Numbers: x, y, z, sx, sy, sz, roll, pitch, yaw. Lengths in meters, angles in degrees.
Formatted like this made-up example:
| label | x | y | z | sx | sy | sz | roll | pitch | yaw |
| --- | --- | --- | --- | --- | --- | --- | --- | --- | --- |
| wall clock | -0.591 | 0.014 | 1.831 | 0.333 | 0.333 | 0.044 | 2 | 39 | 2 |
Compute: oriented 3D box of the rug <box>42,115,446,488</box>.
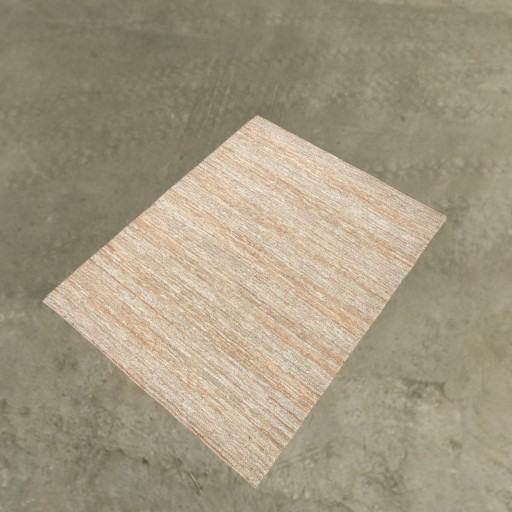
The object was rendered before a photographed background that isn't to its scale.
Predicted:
| label | x | y | z | sx | sy | sz | roll | pitch | yaw |
| --- | --- | --- | --- | --- | --- | --- | --- | --- | --- |
| rug | 0.000 | 0.000 | 3.967 | 2.313 | 0.009 | 2.939 | 34 | 64 | 19 |
